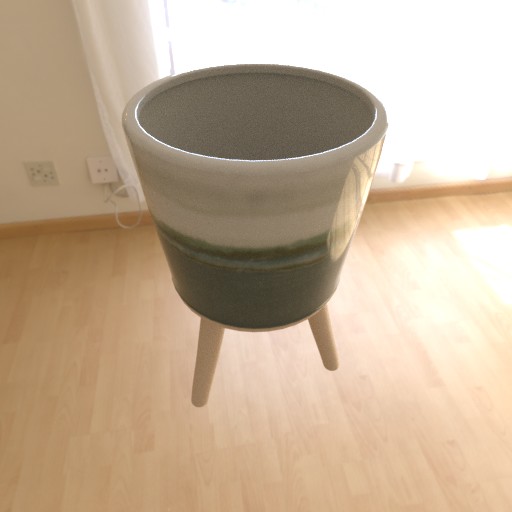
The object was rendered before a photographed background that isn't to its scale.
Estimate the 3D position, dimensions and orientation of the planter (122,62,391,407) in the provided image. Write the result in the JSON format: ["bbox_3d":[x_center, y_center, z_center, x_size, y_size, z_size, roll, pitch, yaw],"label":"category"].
[{"bbox_3d":[0.000,0.000,0.471,0.217,0.331,0.217,-24,46,-25],"label":"planter"}]
